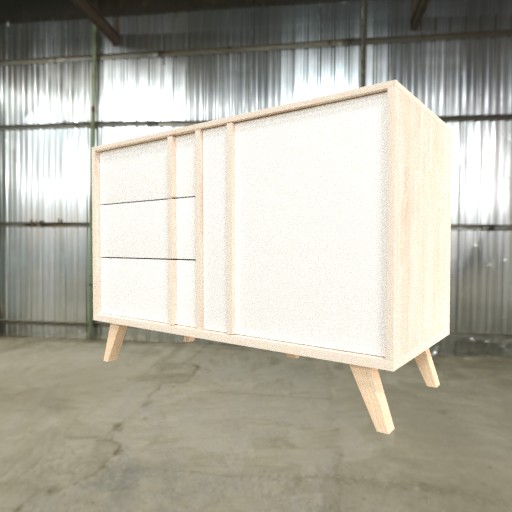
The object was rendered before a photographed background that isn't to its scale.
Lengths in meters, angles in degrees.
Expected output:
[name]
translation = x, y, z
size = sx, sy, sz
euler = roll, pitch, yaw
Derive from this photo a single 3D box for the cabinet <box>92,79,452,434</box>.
[cabinet]
translation = 0.000, 0.000, 1.486
size = 1.110, 0.780, 0.500
euler = 1, 2, 36
